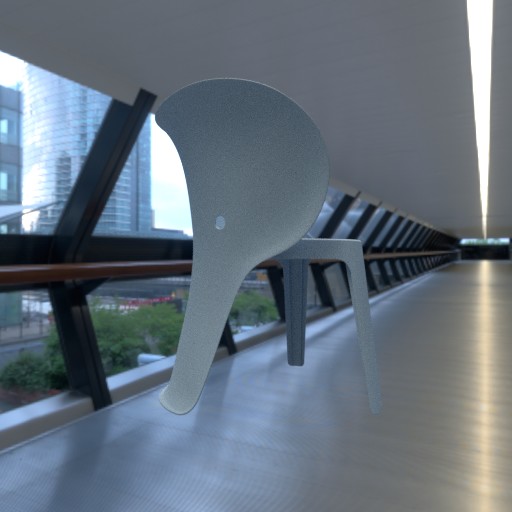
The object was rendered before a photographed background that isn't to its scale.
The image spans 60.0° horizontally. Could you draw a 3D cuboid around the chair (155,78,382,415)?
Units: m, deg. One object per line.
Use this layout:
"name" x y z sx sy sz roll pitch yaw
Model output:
"chair" 0.000 0.000 0.901 0.402 0.554 0.451 0 -1 -18
